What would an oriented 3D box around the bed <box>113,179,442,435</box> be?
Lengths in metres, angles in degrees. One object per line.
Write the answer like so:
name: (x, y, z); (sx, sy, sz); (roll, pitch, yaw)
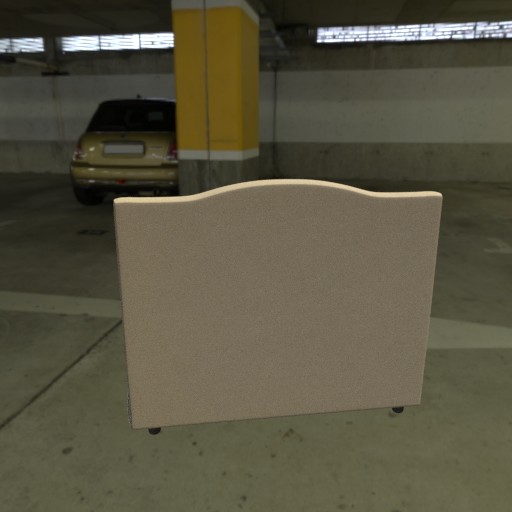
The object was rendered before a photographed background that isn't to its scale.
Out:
bed: (0.000, 0.000, 3.487); (1.821, 1.436, 2.282); (-2, 16, -7)
